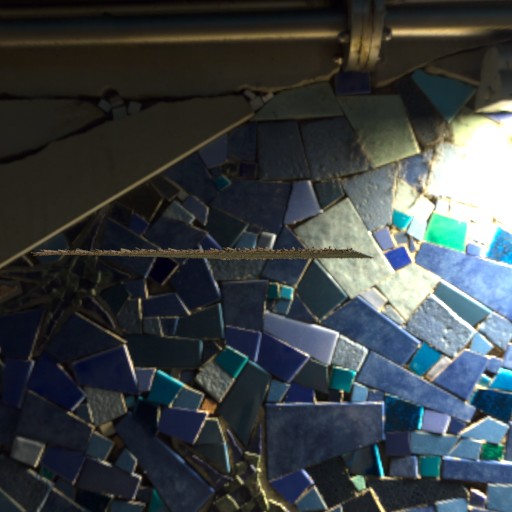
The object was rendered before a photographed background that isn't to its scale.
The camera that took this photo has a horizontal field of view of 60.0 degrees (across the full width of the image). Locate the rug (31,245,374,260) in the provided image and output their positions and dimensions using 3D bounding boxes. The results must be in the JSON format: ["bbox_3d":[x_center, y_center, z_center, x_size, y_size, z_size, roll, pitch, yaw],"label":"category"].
[{"bbox_3d":[0.000,0.000,2.394,1.181,0.028,1.936,0,-1,17],"label":"rug"}]
